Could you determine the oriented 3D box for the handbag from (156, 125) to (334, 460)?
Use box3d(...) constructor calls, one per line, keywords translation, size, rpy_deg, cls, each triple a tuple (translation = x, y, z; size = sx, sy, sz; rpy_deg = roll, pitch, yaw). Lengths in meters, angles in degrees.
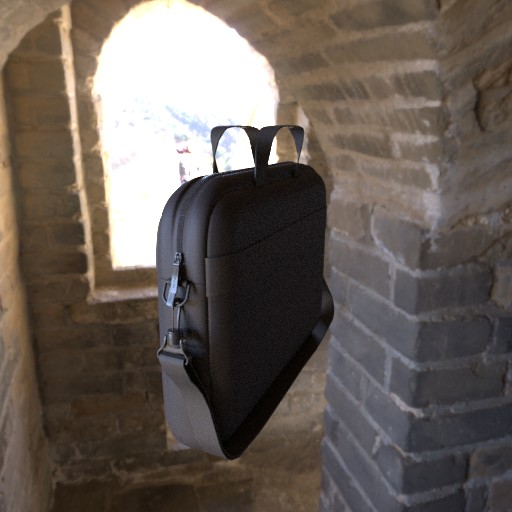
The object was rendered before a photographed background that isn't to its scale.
box3d(translation=(0.000, 0.000, 0.585), size=(0.126, 0.330, 0.429), rpy_deg=(7, 17, 24), cls="handbag")
